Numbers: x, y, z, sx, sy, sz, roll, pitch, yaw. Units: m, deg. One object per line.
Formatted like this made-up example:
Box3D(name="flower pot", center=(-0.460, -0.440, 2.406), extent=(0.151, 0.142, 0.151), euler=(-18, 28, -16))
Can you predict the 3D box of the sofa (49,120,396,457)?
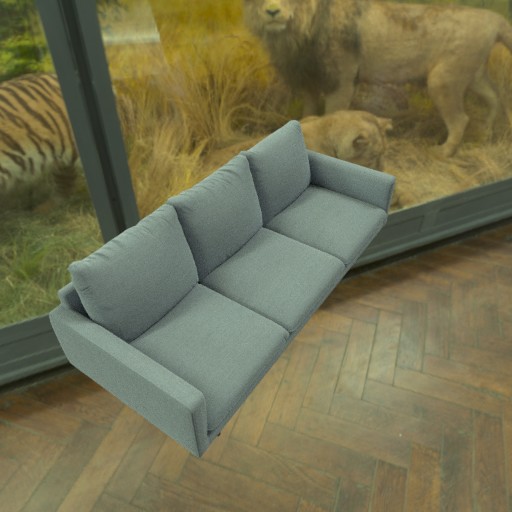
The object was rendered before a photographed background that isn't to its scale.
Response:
Box3D(name="sofa", center=(0.000, 0.000, 2.478), extent=(0.850, 0.830, 2.000), euler=(24, 46, 26))
